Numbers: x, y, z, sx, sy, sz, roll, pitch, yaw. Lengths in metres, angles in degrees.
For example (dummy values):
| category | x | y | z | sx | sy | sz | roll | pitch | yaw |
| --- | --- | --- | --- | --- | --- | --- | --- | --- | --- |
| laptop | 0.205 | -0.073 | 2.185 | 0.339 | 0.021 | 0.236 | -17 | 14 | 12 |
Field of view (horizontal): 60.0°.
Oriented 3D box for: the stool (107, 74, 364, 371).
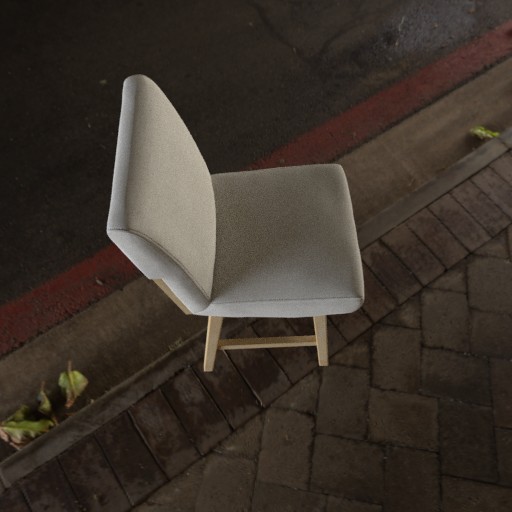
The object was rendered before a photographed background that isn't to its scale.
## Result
| category | x | y | z | sx | sy | sz | roll | pitch | yaw |
| --- | --- | --- | --- | --- | --- | --- | --- | --- | --- |
| stool | 0.000 | 0.000 | 1.297 | 0.543 | 1.015 | 0.446 | -2 | 64 | -1 |
